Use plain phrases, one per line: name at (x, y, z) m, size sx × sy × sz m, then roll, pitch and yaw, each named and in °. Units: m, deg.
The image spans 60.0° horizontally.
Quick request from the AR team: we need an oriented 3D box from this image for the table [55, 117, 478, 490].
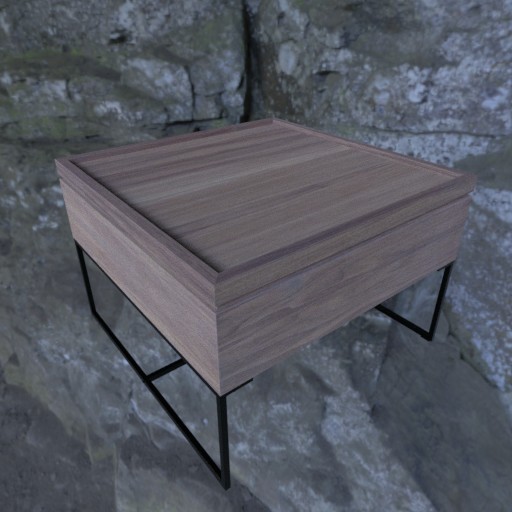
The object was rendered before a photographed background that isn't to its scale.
table at (0.000, 0.000, 1.113) m, size 0.679 × 0.464 × 0.676 m, roll -22°, pitch 37°, yaw -32°
